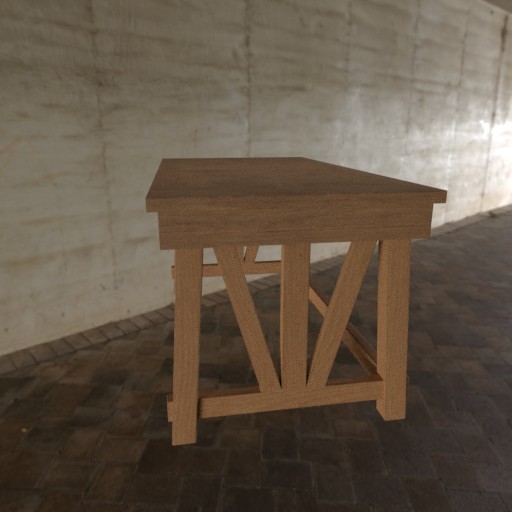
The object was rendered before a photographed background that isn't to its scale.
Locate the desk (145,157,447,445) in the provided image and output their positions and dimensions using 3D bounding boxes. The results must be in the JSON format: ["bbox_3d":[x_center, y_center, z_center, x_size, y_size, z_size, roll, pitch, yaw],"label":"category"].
[{"bbox_3d":[0.000,0.000,1.971,0.813,0.762,1.499,-3,16,-9],"label":"desk"}]
